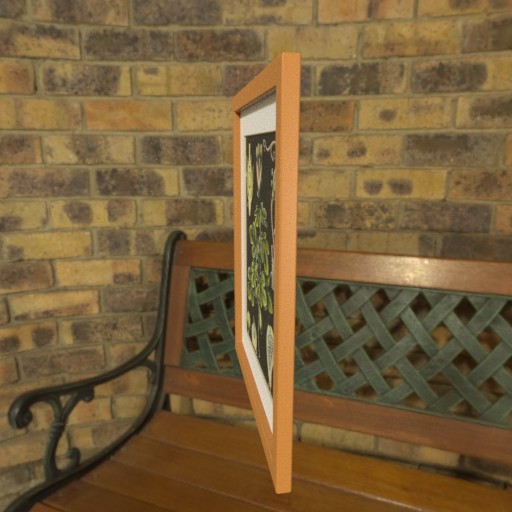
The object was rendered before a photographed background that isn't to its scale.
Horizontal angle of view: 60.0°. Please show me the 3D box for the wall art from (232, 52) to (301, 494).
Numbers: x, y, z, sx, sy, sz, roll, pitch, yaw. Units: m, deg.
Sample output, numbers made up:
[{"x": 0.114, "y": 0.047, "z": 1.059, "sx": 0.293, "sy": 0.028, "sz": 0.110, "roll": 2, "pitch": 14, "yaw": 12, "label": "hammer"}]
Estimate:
[{"x": 0.000, "y": 0.000, "z": 0.514, "sx": 0.015, "sy": 0.379, "sz": 0.310, "roll": -2, "pitch": 14, "yaw": -9, "label": "wall art"}]
